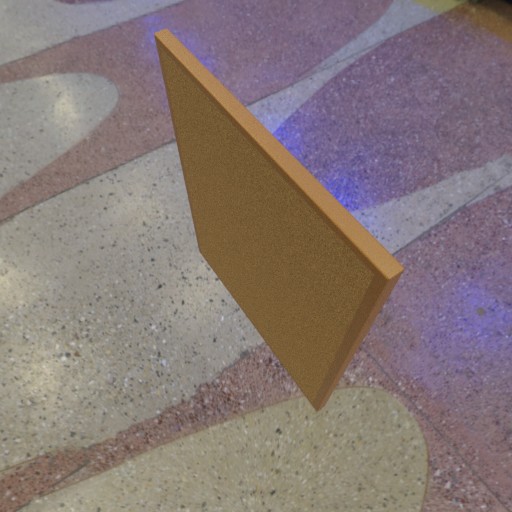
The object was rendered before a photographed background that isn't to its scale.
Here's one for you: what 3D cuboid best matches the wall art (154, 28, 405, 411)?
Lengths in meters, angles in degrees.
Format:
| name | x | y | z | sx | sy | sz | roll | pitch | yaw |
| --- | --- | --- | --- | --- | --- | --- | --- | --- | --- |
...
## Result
| name | x | y | z | sx | sy | sz | roll | pitch | yaw |
| --- | --- | --- | --- | --- | --- | --- | --- | --- | --- |
| wall art | 0.000 | 0.000 | 0.734 | 0.022 | 0.553 | 0.452 | -31 | 64 | -17 |
